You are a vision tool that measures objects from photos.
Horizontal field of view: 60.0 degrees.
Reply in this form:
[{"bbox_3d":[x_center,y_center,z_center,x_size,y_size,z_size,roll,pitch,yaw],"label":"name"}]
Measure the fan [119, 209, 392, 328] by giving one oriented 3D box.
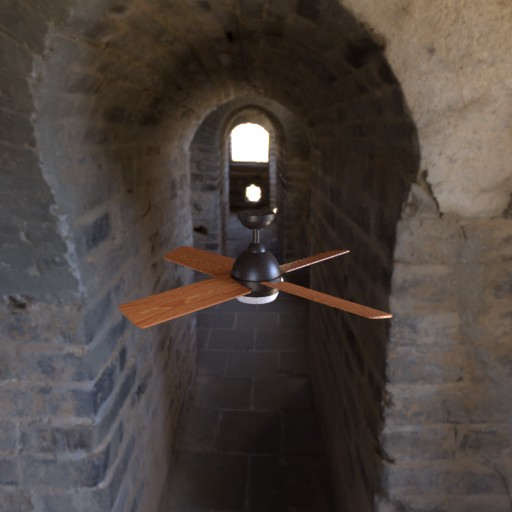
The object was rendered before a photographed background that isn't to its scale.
[{"bbox_3d":[0.000,0.000,2.039,1.332,0.403,1.332,-15,21,-43],"label":"fan"}]
